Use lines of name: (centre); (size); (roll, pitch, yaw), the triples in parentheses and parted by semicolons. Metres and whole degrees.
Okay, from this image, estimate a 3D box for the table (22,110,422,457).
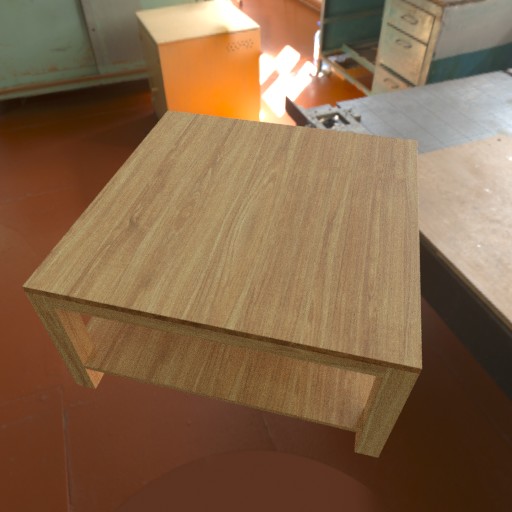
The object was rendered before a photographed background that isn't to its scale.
table: (0.000, 0.000, 1.423); (0.900, 0.450, 0.900); (10, 46, 10)
